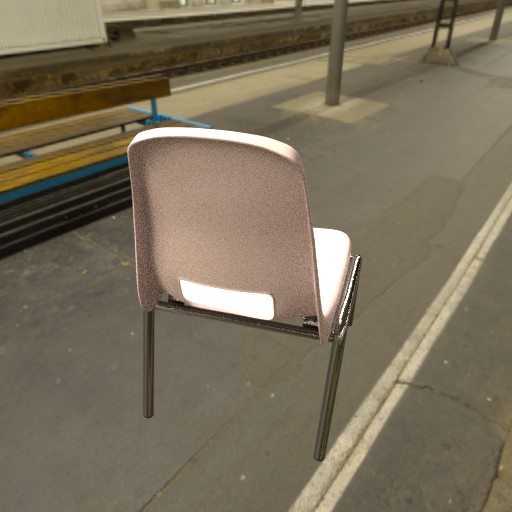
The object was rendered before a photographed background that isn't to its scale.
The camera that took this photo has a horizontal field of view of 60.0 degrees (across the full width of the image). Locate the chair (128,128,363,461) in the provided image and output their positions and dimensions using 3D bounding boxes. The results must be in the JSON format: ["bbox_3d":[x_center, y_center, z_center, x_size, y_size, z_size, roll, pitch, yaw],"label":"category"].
[{"bbox_3d":[0.000,0.000,0.760,0.354,0.537,0.385,9,33,13],"label":"chair"}]
